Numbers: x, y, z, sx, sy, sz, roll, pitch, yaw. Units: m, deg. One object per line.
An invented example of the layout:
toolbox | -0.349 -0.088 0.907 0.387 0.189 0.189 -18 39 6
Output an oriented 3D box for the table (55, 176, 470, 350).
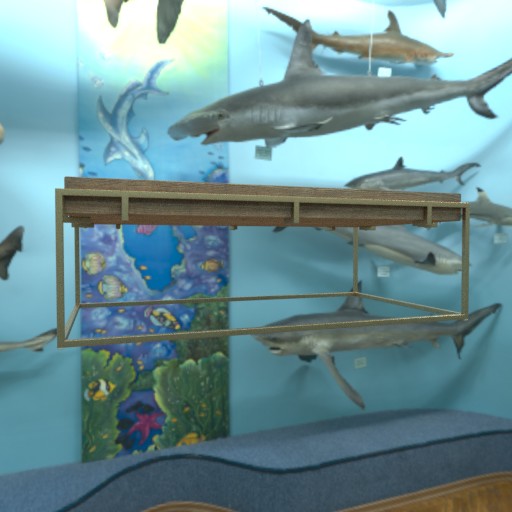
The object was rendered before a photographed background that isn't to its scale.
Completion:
table | 0.000 0.000 1.767 1.387 0.468 0.775 -1 2 -19
